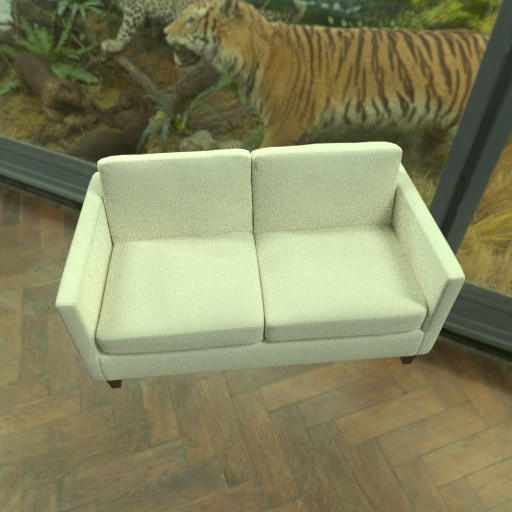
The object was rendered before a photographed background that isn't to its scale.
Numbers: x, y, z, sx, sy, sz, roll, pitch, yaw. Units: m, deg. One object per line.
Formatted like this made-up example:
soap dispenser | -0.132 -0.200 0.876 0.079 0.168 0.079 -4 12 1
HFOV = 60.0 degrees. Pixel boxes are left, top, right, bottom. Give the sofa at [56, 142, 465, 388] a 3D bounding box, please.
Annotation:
sofa | 0.000 0.000 2.271 1.702 0.888 0.964 -4 45 -4
